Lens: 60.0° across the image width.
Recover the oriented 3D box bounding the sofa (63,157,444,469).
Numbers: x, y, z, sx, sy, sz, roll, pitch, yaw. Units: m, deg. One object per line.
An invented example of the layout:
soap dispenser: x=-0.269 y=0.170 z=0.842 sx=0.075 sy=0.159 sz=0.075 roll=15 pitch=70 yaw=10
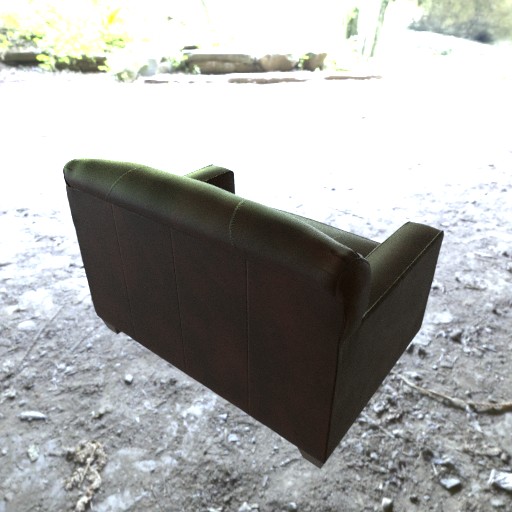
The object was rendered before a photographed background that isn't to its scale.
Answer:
sofa: x=0.000 y=0.000 z=2.057 sx=1.413 sy=0.956 sz=1.000 roll=22 pitch=37 yaw=32
